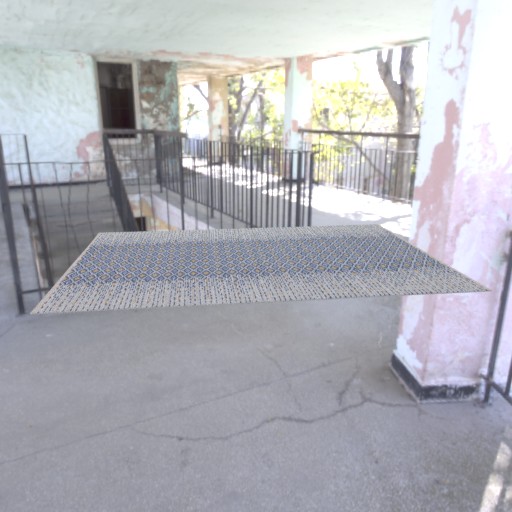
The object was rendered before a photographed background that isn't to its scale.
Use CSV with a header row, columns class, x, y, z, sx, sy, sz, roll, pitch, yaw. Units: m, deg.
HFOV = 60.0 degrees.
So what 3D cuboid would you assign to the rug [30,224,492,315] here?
class,x,y,z,sx,sy,sz,roll,pitch,yaw
rug,0.000,0.000,2.309,1.828,0.005,1.219,-2,17,-7
